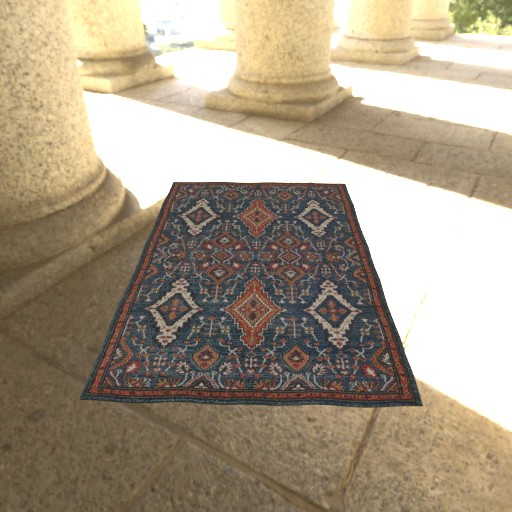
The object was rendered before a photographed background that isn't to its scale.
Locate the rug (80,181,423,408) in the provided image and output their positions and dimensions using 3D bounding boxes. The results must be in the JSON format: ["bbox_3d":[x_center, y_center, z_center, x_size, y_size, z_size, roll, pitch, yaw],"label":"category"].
[{"bbox_3d":[0.000,0.000,4.175,2.190,0.008,3.371,1,34,1],"label":"rug"}]
